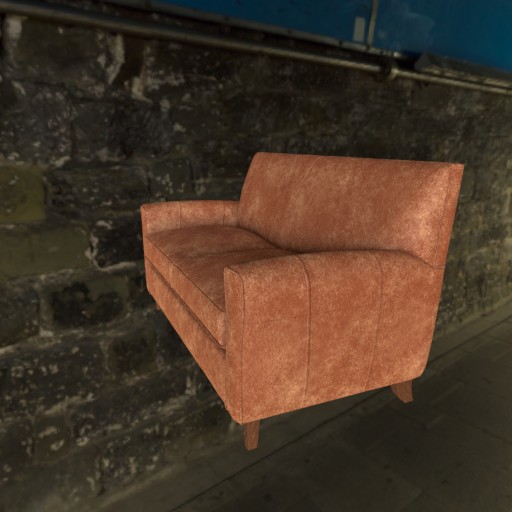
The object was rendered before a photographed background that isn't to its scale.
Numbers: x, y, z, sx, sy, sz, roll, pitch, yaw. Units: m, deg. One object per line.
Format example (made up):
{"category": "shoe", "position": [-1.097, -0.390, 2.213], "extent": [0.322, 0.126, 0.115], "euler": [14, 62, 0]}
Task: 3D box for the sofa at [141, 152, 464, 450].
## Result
{"category": "sofa", "position": [0.000, 0.000, 1.992], "extent": [0.787, 0.871, 1.473], "euler": [-7, 16, -24]}
